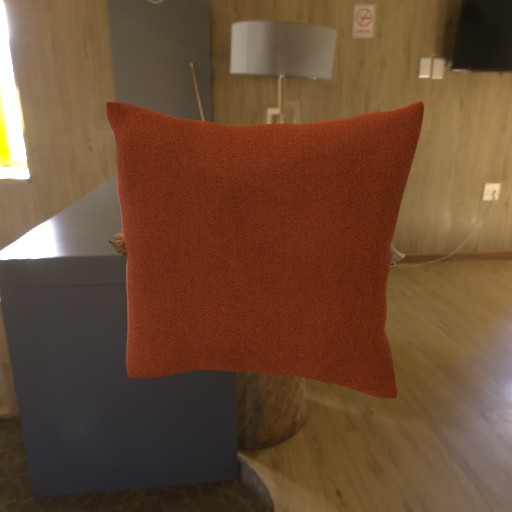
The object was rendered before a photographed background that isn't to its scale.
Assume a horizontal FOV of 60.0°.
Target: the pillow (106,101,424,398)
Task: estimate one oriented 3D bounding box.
[{"bbox_3d":[0.000,0.000,0.732,0.490,0.482,0.165,2,18,8],"label":"pillow"}]
